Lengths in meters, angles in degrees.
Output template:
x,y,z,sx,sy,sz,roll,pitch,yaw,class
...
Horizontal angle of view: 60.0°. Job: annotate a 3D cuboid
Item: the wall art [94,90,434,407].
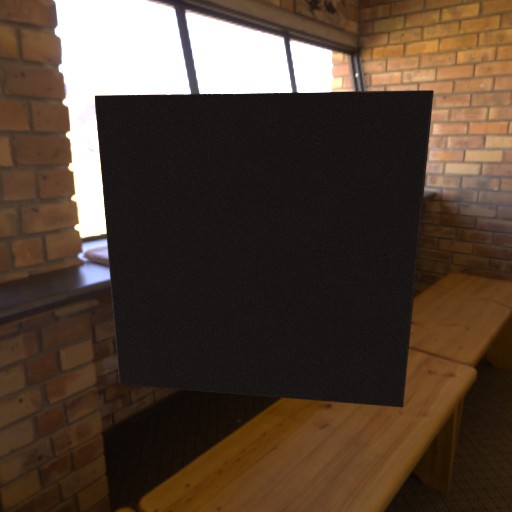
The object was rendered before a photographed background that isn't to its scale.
x,y,z,sx,sy,sz,roll,pitch,yaw,class
0.000,0.000,0.439,0.304,0.303,0.015,2,15,8,wall art
